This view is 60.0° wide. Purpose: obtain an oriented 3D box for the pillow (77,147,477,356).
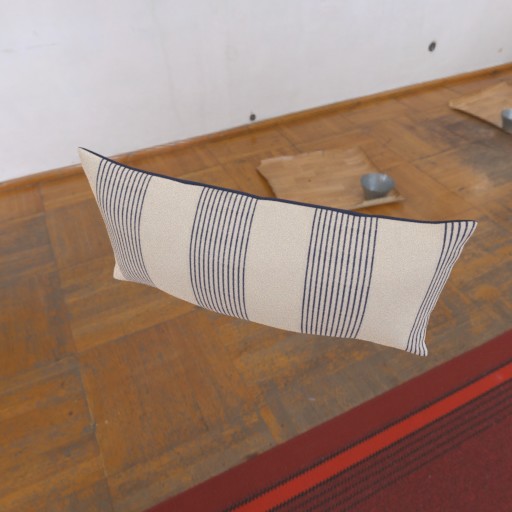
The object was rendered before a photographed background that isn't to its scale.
[{"bbox_3d":[0.000,0.000,0.731,0.610,0.287,0.151,13,43,14],"label":"pillow"}]
